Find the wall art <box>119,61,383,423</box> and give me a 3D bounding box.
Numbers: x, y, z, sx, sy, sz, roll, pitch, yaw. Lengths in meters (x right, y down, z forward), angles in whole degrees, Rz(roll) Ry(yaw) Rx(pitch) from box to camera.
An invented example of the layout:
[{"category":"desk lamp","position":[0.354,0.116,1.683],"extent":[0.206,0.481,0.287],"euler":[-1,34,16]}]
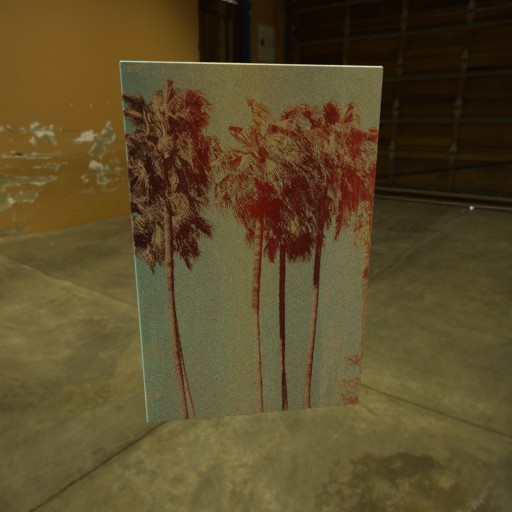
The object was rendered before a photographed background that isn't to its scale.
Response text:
[{"category":"wall art","position":[0.000,0.000,1.142],"extent":[0.605,0.915,0.037],"euler":[-2,16,-8]}]
